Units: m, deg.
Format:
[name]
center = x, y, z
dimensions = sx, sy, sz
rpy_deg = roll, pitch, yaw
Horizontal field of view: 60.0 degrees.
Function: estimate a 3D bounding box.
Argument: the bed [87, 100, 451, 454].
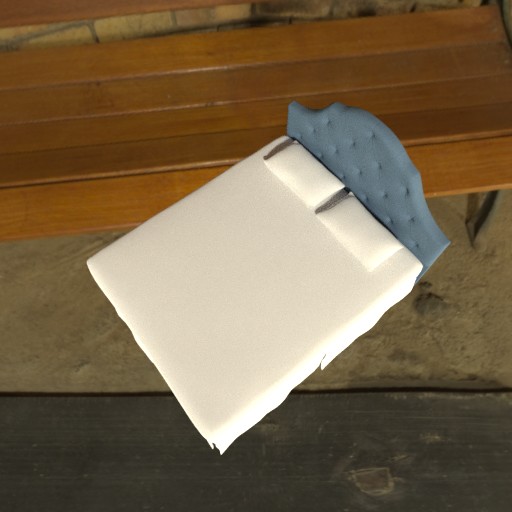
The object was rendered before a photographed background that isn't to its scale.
[bed]
center = 0.000, 0.000, 3.809
dimensions = 2.477, 1.617, 2.039
rpy_deg = -35, 69, -16
